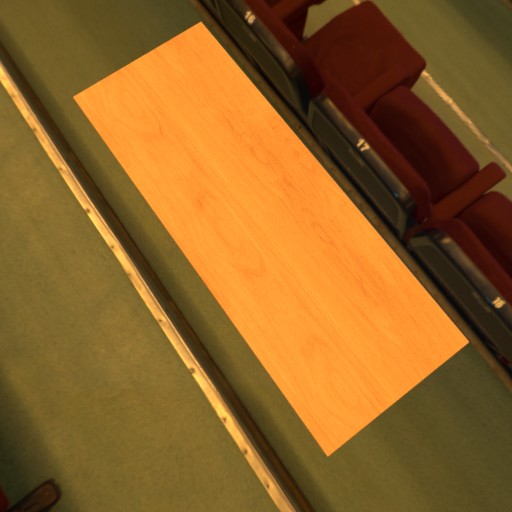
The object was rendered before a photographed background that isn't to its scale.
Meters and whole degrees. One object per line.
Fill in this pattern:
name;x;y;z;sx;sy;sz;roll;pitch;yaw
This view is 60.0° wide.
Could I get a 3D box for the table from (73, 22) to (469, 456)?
table;0.000;0.000;1.253;0.340;0.728;0.900;-35;78;-9
